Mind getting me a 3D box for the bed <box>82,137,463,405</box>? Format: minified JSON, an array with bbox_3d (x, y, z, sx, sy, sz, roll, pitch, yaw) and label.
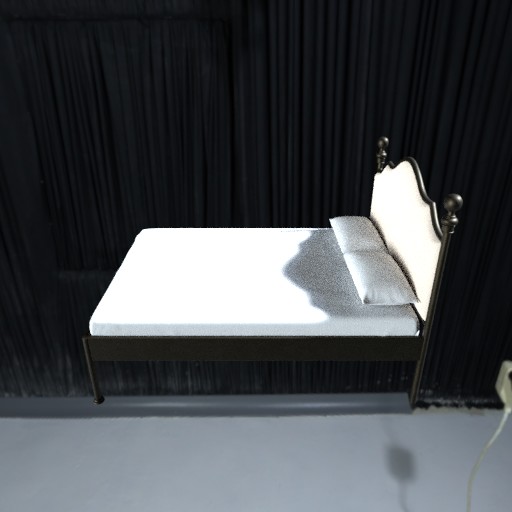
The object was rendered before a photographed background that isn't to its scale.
[{"bbox_3d":[0.000,0.000,3.288,2.170,1.462,1.533,0,27,0],"label":"bed"}]
